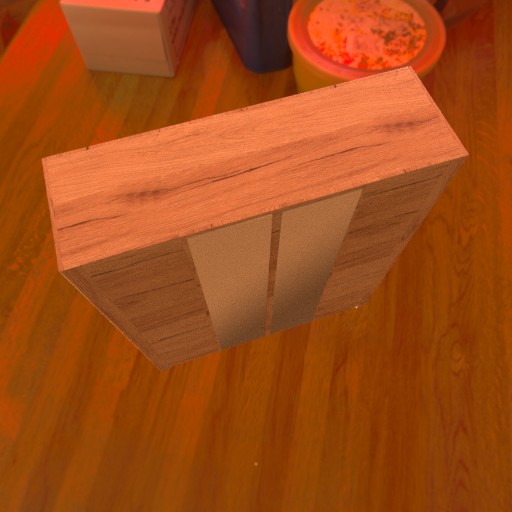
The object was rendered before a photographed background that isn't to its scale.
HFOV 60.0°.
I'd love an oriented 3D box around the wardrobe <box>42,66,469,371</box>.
[{"bbox_3d":[0.000,0.000,2.904,1.810,2.070,0.580,-17,66,-8],"label":"wardrobe"}]
